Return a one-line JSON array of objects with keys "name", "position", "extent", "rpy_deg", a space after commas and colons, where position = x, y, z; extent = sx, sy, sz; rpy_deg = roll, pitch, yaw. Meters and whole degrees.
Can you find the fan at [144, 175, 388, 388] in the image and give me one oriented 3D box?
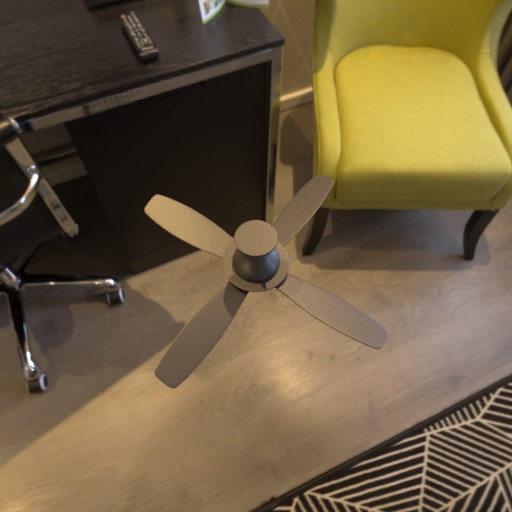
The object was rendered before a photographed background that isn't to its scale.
[{"name": "fan", "position": [0.000, 0.000, 2.555], "extent": [1.694, 0.382, 1.694], "rpy_deg": [30, 63, 17]}]
